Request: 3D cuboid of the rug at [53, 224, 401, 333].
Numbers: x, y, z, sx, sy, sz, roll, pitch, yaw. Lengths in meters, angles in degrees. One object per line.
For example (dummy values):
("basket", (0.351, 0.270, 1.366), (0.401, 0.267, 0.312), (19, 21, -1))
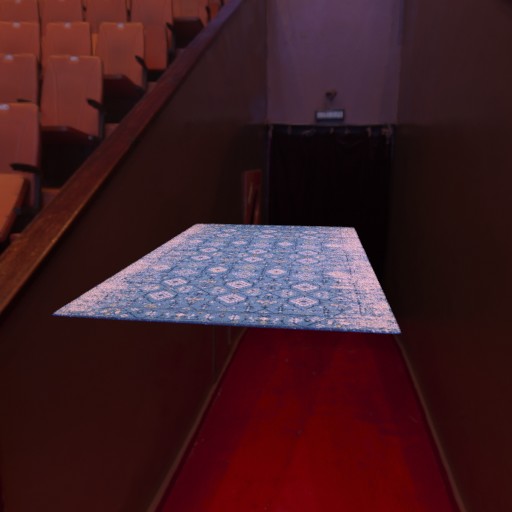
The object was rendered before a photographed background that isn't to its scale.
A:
("rug", (0.000, 0.000, 2.226), (1.102, 0.008, 1.795), (2, 14, 8))
